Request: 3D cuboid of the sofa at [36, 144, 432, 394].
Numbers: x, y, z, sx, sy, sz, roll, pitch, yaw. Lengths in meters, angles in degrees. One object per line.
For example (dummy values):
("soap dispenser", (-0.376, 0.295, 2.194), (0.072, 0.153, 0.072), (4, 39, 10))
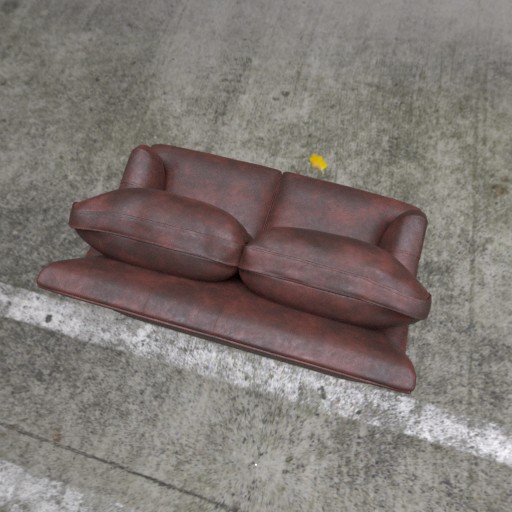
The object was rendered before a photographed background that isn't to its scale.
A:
("sofa", (0.000, 0.000, 2.298), (1.628, 1.070, 1.148), (15, 66, 7))
